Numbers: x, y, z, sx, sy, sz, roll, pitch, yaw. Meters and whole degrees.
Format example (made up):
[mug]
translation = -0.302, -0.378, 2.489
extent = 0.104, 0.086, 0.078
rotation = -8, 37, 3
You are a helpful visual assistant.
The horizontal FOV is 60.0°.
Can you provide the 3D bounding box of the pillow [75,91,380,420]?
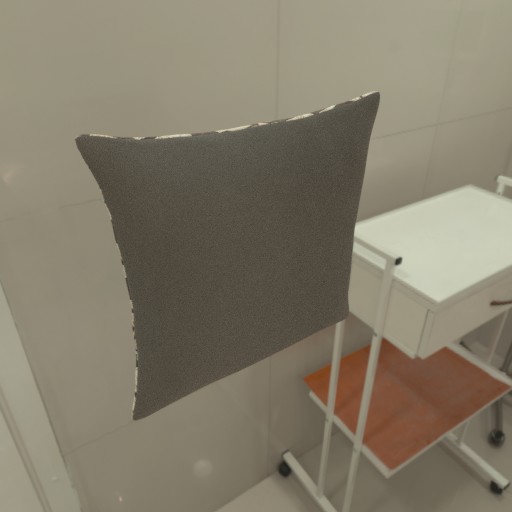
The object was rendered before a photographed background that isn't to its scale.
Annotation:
[pillow]
translation = 0.000, 0.000, 0.783
extent = 0.526, 0.507, 0.166
rotation = -19, 35, -29
